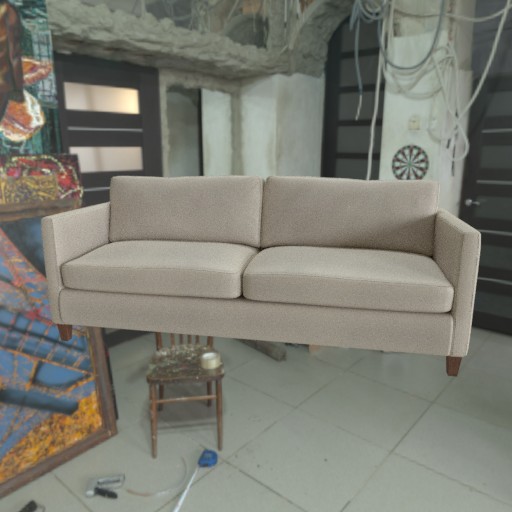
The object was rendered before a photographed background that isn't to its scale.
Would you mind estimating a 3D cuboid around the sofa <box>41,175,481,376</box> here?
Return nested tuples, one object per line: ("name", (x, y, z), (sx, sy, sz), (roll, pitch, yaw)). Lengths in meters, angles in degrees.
("sofa", (0.000, 0.000, 2.784), (2.361, 0.968, 0.951), (3, 14, 11))
